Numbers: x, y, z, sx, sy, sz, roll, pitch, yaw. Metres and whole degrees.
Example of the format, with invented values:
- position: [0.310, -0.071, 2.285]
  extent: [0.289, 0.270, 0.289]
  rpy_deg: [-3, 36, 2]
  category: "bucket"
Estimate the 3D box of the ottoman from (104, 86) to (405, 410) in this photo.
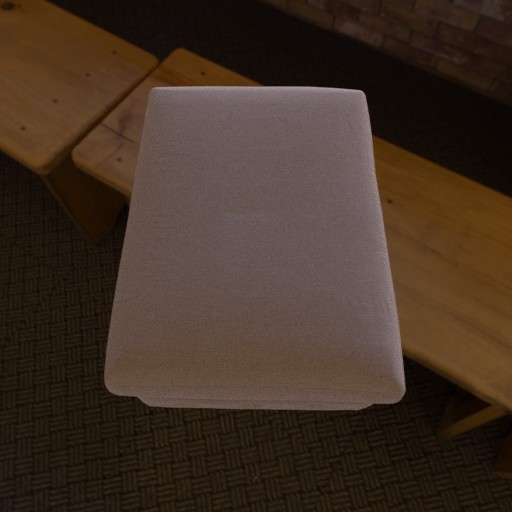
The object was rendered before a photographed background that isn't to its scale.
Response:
- position: [0.000, 0.000, 1.149]
  extent: [0.569, 0.500, 0.771]
  rpy_deg: [1, 63, 0]
  category: "ottoman"
